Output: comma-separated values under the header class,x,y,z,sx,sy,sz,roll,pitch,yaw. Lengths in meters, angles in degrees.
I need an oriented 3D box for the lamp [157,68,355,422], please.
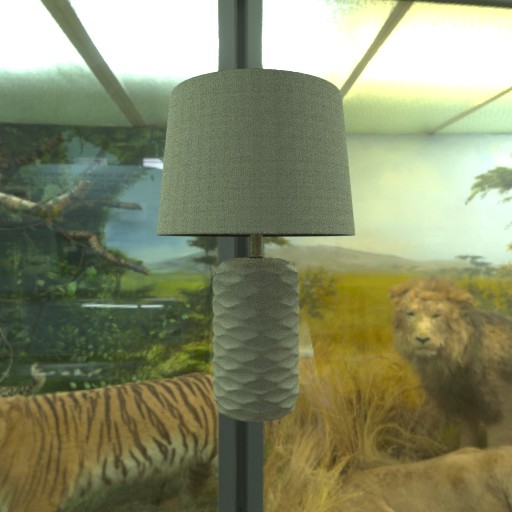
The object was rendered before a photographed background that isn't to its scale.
class,x,y,z,sx,sy,sz,roll,pitch,yaw
lamp,0.000,0.000,0.859,0.376,0.594,0.376,0,2,0
